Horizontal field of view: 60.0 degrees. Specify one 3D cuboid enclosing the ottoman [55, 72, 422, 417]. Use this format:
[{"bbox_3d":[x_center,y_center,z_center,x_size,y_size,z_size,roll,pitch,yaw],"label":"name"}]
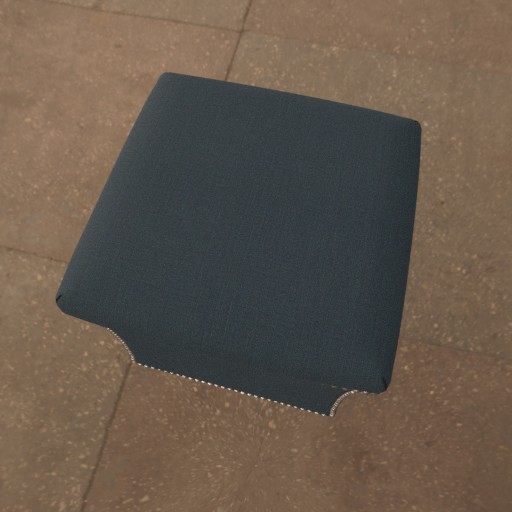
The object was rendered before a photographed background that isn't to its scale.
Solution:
[{"bbox_3d":[0.000,0.000,0.889,0.507,0.475,0.497,13,65,6],"label":"ottoman"}]
